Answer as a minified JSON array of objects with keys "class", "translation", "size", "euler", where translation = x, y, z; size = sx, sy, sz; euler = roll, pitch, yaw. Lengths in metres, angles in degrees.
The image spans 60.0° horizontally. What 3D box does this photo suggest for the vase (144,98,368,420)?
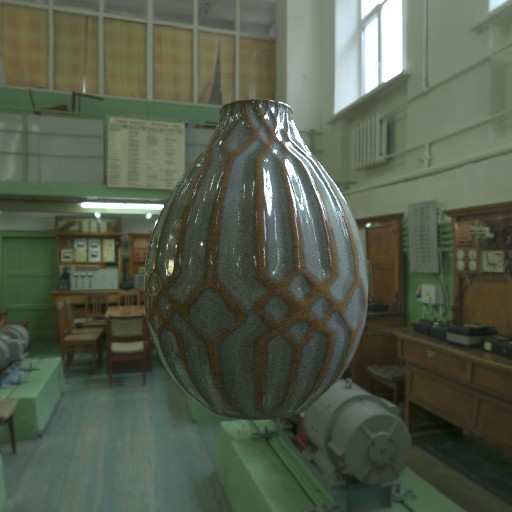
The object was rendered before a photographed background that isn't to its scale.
[{"class":"vase","translation":[0.000,0.000,0.267],"size":[0.131,0.175,0.131],"euler":[0,0,0]}]
